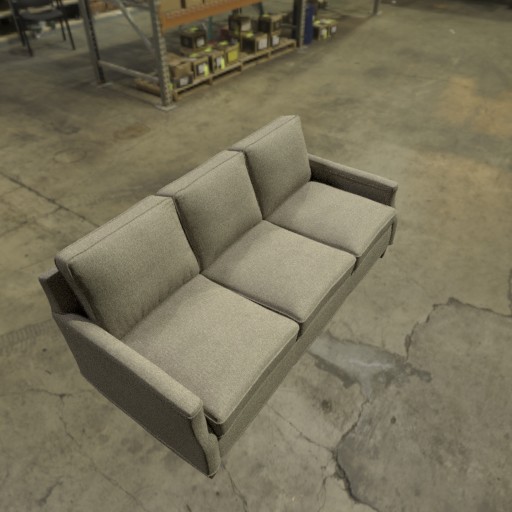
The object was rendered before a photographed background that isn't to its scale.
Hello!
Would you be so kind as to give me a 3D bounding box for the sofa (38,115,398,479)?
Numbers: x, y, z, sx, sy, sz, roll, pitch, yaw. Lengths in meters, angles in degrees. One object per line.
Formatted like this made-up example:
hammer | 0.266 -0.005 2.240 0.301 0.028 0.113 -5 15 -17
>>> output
sofa | 0.000 0.000 2.794 1.084 1.003 2.246 25 47 26
